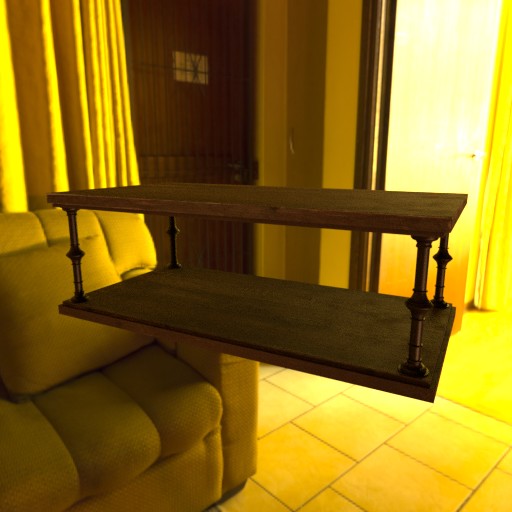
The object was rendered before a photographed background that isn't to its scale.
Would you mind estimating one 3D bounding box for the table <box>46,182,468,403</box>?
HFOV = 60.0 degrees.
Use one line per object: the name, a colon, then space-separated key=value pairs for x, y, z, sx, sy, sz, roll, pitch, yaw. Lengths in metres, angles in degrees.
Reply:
table: x=0.000 y=0.000 z=1.324 sx=1.088 sy=0.373 sz=0.554 roll=7 pitch=15 yaw=27
